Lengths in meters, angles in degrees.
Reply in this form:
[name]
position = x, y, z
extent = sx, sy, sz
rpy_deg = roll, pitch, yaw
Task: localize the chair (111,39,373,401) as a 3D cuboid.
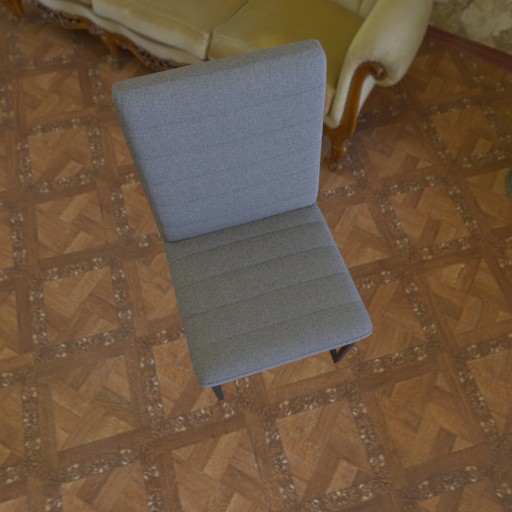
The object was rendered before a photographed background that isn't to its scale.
[chair]
position = 0.000, 0.000, 1.316
extent = 0.520, 0.930, 0.634
rpy_deg = -16, 66, -7
